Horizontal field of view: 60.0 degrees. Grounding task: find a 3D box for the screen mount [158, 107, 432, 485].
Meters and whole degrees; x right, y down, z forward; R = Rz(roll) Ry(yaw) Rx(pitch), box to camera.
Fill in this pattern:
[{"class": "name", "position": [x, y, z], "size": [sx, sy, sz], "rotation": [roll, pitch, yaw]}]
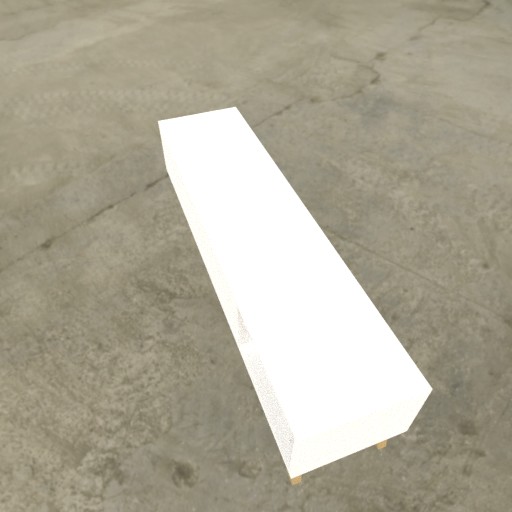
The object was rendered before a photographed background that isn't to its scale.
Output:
[{"class": "screen mount", "position": [0.000, 0.000, 1.832], "size": [0.399, 0.432, 1.644], "rotation": [-15, 48, -14]}]
